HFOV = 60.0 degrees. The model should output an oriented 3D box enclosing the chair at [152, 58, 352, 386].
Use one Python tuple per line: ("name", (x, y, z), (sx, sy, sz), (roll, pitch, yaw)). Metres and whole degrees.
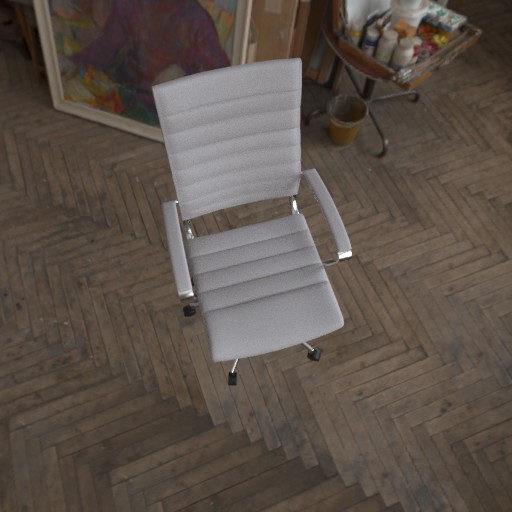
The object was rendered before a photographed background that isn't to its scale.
("chair", (0.000, 0.000, 1.629), (0.679, 1.149, 0.667), (-14, 65, -7))
